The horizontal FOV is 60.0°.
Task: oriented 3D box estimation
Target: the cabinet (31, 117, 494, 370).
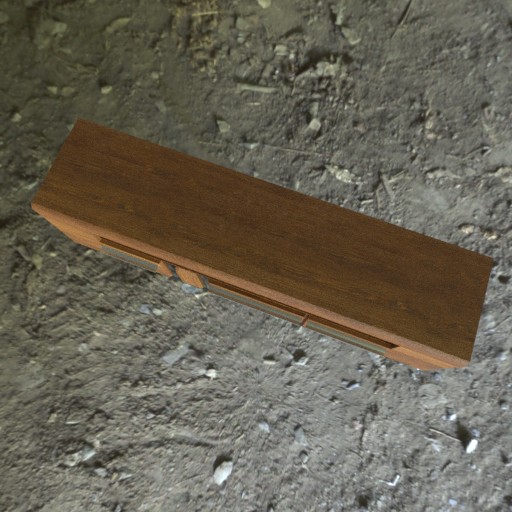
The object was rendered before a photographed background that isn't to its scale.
[{"bbox_3d":[0.000,0.000,1.801,1.600,0.510,0.419,20,75,6],"label":"cabinet"}]
